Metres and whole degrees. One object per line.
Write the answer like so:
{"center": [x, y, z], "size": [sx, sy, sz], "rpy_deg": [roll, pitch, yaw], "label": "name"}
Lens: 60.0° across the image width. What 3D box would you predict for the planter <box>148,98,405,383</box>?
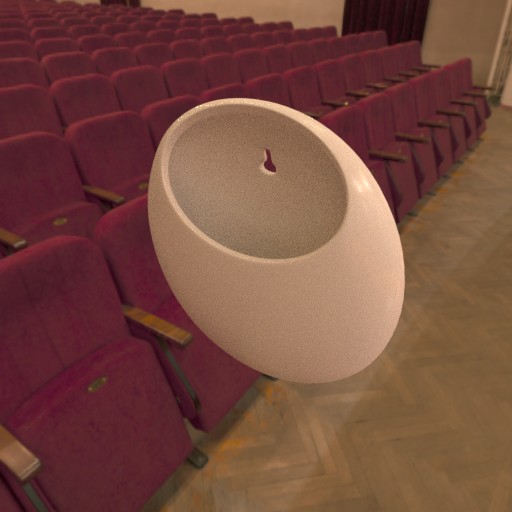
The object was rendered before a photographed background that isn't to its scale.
{"center": [0.000, 0.000, 0.277], "size": [0.185, 0.188, 0.043], "rpy_deg": [19, 35, 29], "label": "planter"}
